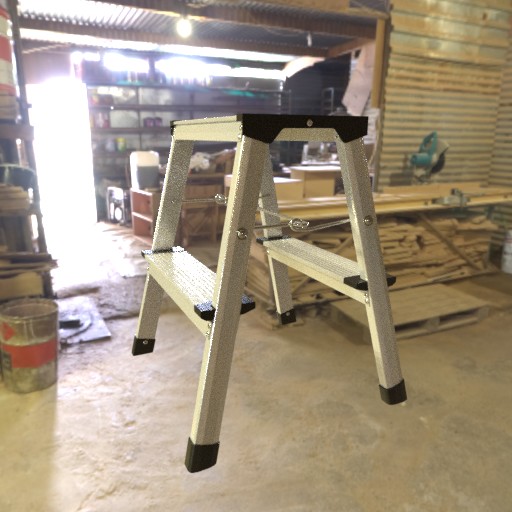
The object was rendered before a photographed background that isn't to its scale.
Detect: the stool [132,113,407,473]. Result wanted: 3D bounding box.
[{"bbox_3d":[0.000,0.000,0.809,0.405,0.480,0.404,-7,17,-25],"label":"stool"}]
